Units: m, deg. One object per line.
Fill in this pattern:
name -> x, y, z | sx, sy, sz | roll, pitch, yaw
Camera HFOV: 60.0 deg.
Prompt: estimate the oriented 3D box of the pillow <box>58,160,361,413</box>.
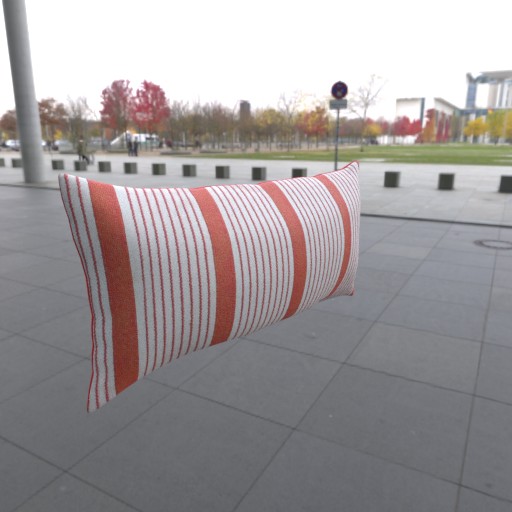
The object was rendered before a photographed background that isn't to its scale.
pillow -> 0.000, 0.000, 0.728 | 0.151, 0.297, 0.608 | 14, 20, 43
